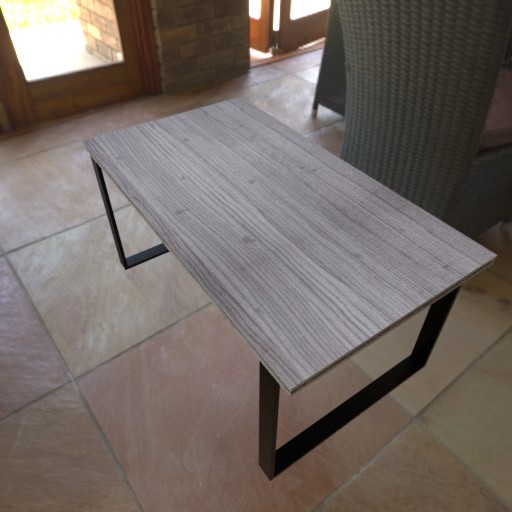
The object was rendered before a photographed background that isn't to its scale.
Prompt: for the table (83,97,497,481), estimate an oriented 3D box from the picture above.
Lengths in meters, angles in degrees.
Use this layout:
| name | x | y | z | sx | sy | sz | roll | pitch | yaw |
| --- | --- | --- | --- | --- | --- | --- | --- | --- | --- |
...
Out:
| name | x | y | z | sx | sy | sz | roll | pitch | yaw |
| --- | --- | --- | --- | --- | --- | --- | --- | --- | --- |
| table | 0.000 | 0.000 | 2.032 | 0.881 | 0.736 | 1.579 | -25 | 48 | -25 |
